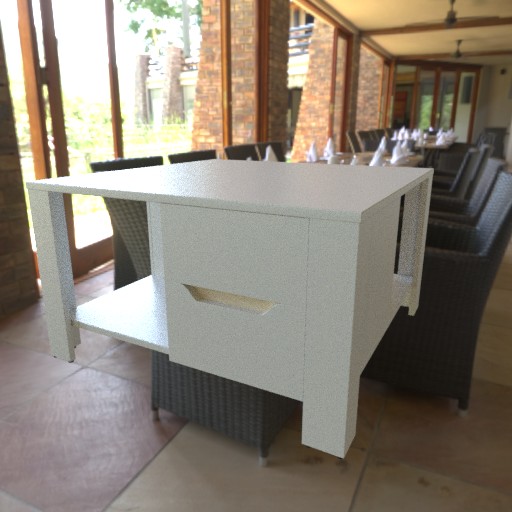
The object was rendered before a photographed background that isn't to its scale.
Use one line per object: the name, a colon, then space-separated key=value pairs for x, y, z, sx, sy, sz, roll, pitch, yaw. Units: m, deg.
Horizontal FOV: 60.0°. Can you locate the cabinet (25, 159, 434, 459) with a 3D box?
cabinet: x=0.000 y=0.000 z=1.260 sx=0.800 sy=0.460 sz=0.800 roll=9 pitch=19 yaw=27
